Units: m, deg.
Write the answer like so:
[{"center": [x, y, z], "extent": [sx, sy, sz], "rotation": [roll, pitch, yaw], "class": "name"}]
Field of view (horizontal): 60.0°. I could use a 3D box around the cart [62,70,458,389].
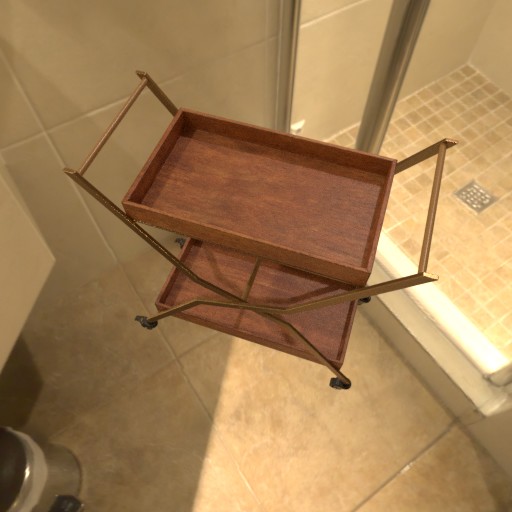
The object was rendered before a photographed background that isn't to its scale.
[{"center": [0.000, 0.000, 1.348], "extent": [0.836, 0.869, 0.405], "rotation": [16, 61, 9], "class": "cart"}]
